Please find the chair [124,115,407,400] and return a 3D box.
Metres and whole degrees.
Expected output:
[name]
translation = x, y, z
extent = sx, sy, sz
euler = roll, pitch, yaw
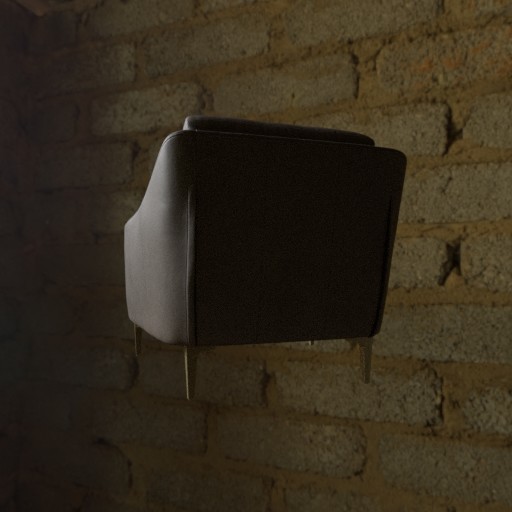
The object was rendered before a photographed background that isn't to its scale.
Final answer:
[chair]
translation = 0.000, 0.000, 1.757
extent = 0.988, 0.901, 0.961
euler = 0, -1, -17
